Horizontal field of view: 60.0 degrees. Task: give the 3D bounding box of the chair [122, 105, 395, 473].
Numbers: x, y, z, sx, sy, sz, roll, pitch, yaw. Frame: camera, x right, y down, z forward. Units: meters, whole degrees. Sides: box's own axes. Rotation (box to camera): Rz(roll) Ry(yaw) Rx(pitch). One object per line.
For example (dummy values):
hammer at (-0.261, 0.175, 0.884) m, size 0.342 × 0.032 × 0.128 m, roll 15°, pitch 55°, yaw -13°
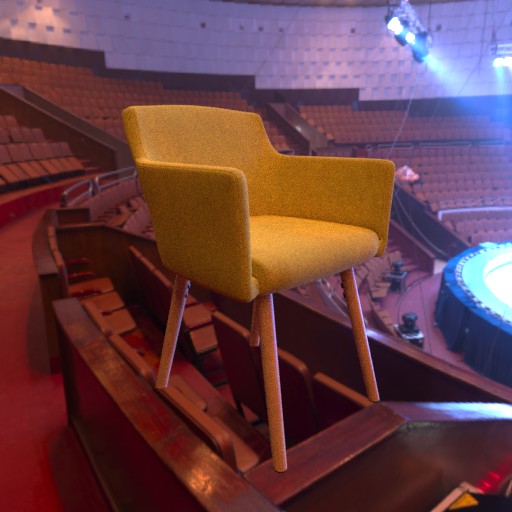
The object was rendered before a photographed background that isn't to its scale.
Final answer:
chair at (0.000, 0.000, 1.174) m, size 0.570 × 0.780 × 0.570 m, roll -14°, pitch 20°, yaw -43°
